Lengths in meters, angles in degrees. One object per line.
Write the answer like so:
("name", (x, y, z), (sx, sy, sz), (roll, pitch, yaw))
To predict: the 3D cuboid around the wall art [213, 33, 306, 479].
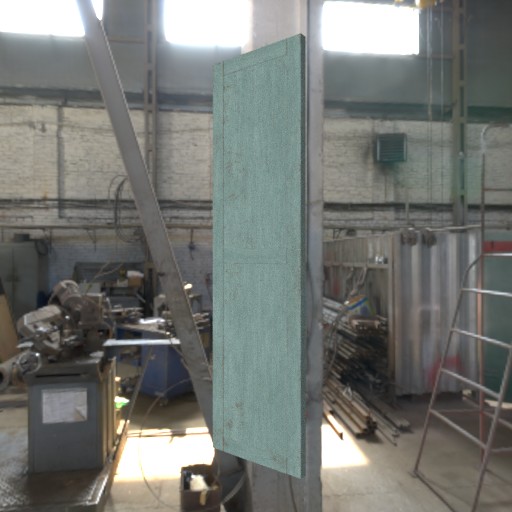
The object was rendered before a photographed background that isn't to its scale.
("wall art", (0.000, 0.000, 1.320), (0.329, 1.219, 0.025), (0, 0, 37))
